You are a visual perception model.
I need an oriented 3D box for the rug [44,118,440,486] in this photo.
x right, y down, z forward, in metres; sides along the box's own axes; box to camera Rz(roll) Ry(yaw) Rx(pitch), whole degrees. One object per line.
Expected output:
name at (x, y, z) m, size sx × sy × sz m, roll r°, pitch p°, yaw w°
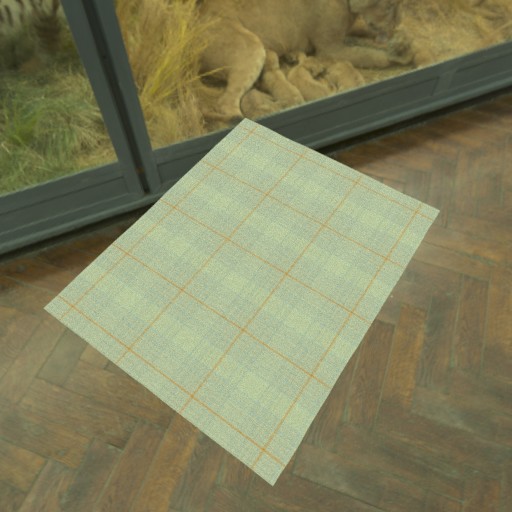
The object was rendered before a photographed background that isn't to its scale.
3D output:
rug at (0.000, 0.000, 4.204) m, size 2.448 × 0.021 × 3.051 m, roll 31°, pitch 62°, yaw 18°
